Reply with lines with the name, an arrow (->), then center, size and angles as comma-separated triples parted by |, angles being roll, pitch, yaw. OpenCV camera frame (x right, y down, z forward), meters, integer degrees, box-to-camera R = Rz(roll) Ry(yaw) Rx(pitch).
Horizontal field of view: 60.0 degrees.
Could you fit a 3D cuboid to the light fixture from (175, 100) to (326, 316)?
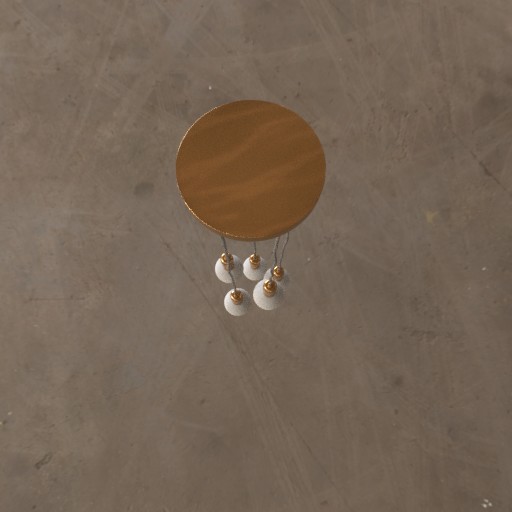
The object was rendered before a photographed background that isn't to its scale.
light fixture -> 0.000, 0.000, 0.504 | 0.105, 0.457, 0.108 | -14, 76, -4
